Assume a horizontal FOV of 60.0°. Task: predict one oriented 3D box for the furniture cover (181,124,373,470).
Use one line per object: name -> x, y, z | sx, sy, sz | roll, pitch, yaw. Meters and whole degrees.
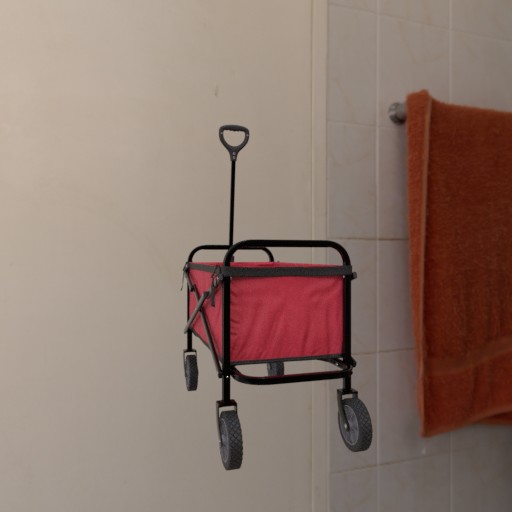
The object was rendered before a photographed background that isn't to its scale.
furniture cover -> 0.000, 0.000, 1.839 | 0.532, 1.295, 1.038 | 0, 0, -17
